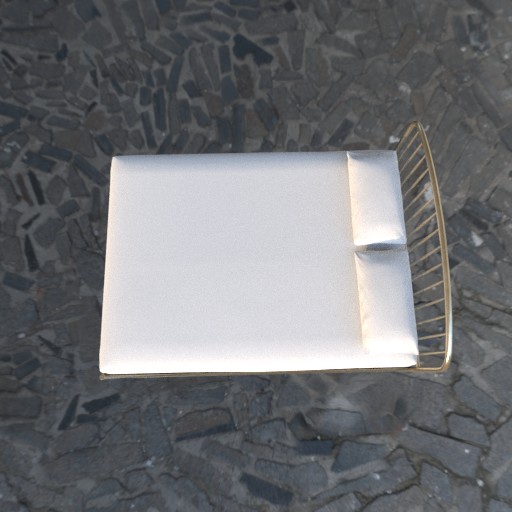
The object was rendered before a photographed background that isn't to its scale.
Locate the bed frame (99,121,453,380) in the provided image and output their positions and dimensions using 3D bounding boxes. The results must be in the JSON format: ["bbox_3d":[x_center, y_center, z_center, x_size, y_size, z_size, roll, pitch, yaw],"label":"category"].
[{"bbox_3d":[0.000,0.000,3.076,2.152,1.175,1.612,-1,76,0],"label":"bed frame"}]
